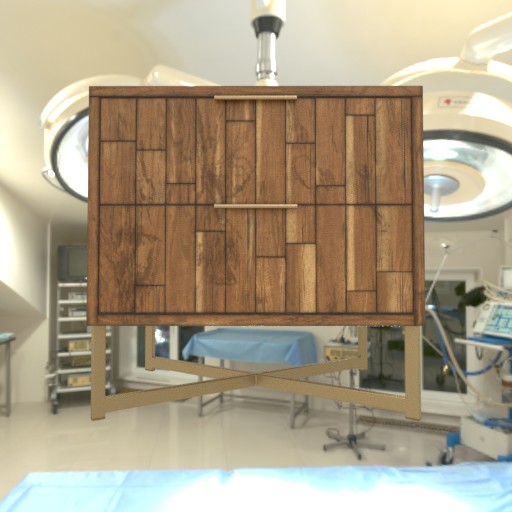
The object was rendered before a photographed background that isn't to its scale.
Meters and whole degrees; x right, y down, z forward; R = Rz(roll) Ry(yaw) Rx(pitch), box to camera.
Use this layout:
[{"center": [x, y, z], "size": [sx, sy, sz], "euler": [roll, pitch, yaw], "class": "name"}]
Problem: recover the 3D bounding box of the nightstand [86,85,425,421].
[{"center": [0.000, 0.000, 1.010], "size": [0.610, 0.610, 0.446], "euler": [0, -2, 0], "class": "nightstand"}]
